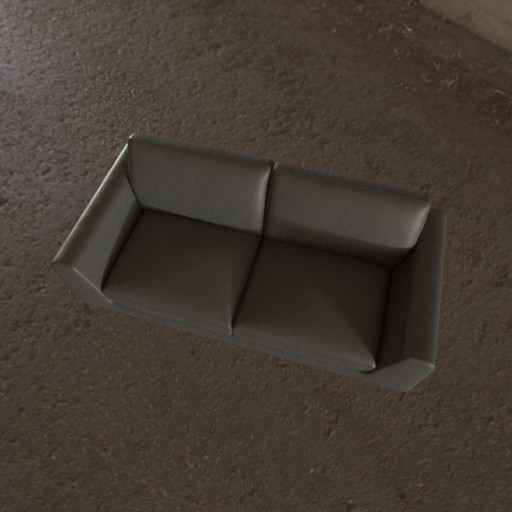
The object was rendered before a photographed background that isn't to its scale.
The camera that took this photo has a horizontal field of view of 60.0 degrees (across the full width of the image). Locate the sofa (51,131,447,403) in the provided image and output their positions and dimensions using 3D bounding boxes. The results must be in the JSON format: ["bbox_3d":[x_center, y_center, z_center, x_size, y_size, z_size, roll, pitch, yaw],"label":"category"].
[{"bbox_3d":[0.000,0.000,2.568,2.017,0.875,0.953,14,59,9],"label":"sofa"}]
